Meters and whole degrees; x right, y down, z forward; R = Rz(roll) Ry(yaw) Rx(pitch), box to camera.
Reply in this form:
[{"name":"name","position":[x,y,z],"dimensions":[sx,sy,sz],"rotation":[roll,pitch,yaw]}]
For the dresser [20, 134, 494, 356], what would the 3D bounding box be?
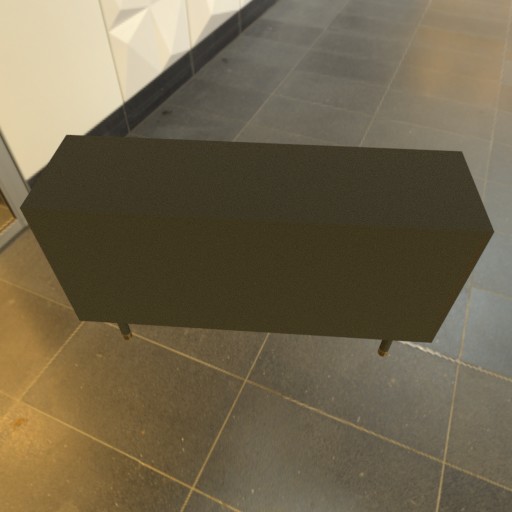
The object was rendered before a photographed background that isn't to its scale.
[{"name":"dresser","position":[0.000,0.000,1.929],"dimensions":[1.558,0.872,0.463],"rotation":[3,48,3]}]
